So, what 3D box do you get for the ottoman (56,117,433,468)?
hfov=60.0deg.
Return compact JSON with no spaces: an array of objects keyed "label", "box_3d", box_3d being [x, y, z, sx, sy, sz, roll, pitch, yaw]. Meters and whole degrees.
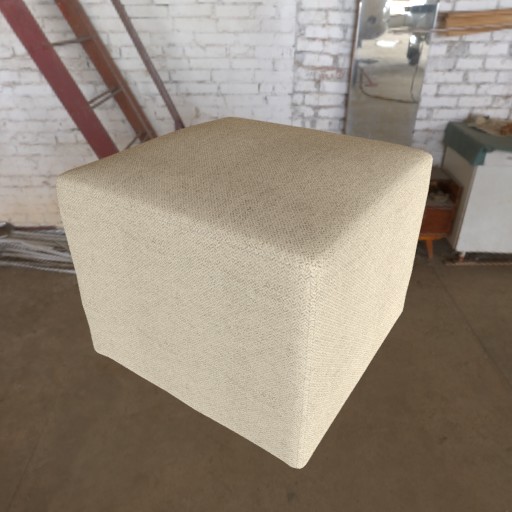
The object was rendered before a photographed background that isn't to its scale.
[{"label":"ottoman","box_3d":[0.000,0.000,0.907,0.521,0.453,0.512,19,36,29]}]
